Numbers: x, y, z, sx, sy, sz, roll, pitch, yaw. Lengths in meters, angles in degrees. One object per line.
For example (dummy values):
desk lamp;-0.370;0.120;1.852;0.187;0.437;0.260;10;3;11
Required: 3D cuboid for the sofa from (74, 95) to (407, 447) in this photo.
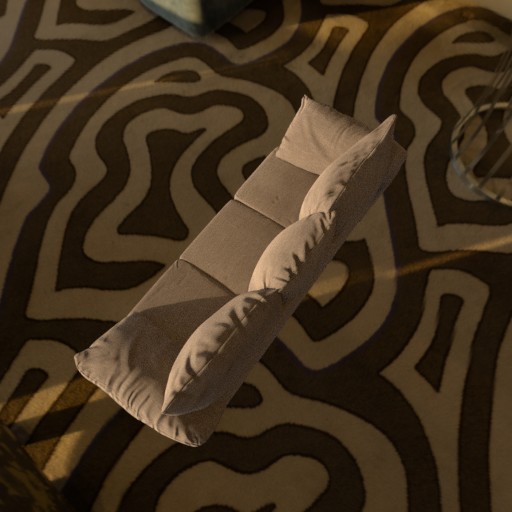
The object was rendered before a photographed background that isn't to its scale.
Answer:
sofa;0.000;0.000;2.888;0.927;1.043;2.390;33;69;15
